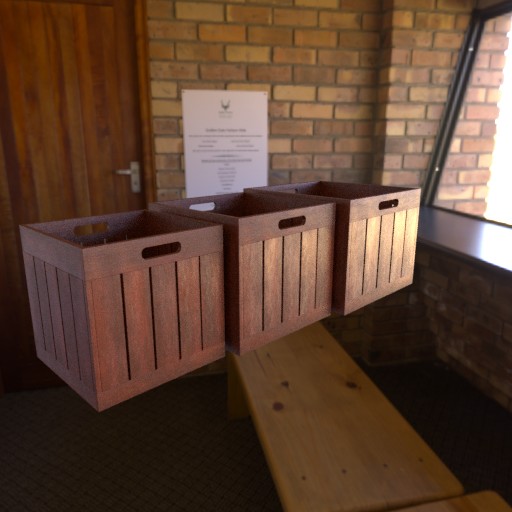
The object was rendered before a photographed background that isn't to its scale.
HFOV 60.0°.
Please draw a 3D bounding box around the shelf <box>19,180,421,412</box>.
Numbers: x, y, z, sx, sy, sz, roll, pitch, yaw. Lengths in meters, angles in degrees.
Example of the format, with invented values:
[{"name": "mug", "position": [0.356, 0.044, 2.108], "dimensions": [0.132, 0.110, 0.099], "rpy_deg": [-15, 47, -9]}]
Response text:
[{"name": "shelf", "position": [0.000, 0.000, 1.193], "dimensions": [0.393, 0.311, 1.064], "rpy_deg": [14, 20, 43]}]
